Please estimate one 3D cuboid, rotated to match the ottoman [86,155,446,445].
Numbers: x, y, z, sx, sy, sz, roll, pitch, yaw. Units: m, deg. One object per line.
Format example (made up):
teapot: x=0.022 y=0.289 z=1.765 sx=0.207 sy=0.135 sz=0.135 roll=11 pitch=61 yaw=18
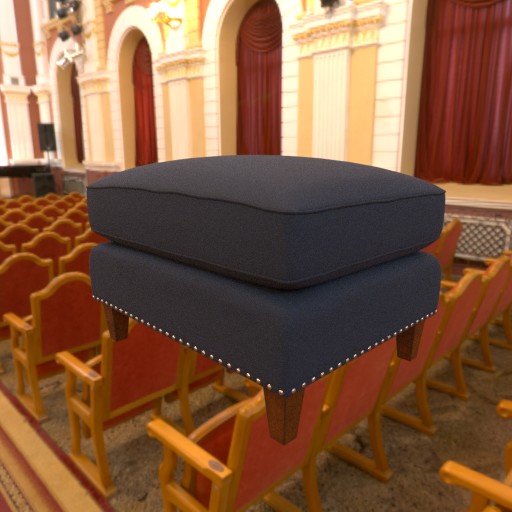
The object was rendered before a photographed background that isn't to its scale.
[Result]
ottoman: x=0.000 y=0.000 z=1.153 sx=0.584 sy=0.513 sz=0.741 roll=-13 pitch=18 yaw=-43
